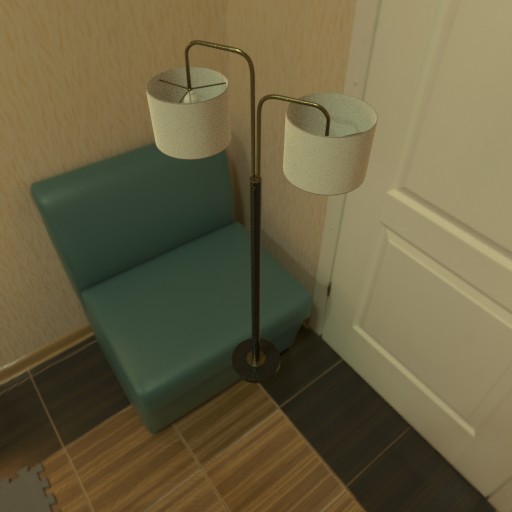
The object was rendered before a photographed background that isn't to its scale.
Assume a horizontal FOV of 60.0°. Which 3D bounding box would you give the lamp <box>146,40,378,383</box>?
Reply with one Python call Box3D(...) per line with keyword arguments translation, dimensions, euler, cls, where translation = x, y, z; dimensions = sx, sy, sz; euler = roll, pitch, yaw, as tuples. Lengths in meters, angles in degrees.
Box3D(translation=(0.000, 0.000, 1.767), dimensions=(0.711, 1.587, 0.254), euler=(17, 48, 16), cls="lamp")
